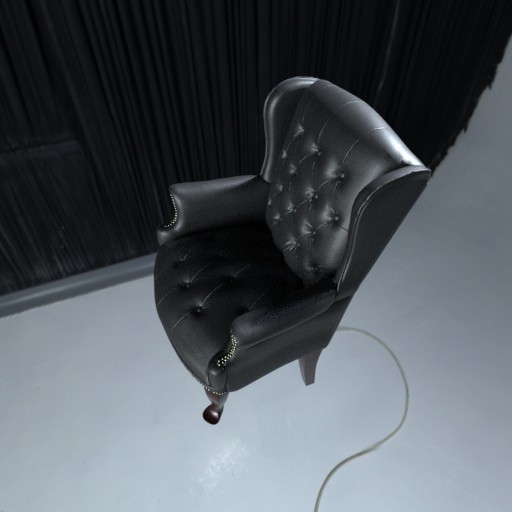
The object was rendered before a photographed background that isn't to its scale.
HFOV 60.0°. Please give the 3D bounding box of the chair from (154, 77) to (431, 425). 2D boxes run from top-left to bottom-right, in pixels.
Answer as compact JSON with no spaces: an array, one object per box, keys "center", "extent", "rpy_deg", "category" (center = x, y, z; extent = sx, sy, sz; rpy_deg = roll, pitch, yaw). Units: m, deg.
[{"center":[0.000,0.000,1.706],"extent":[0.822,1.133,0.831],"rpy_deg":[-16,48,-15],"category":"chair"}]
